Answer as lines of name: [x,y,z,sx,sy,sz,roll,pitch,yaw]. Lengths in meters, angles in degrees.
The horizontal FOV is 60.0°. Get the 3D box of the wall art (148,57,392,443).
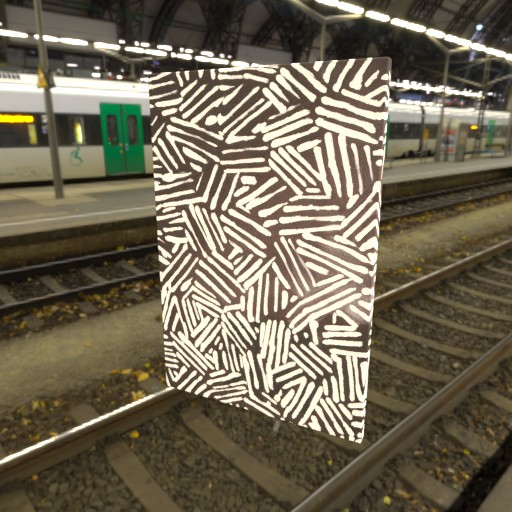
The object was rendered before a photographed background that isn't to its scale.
wall art: [0.000,0.000,1.161,0.615,0.918,0.035,8,17,25]
